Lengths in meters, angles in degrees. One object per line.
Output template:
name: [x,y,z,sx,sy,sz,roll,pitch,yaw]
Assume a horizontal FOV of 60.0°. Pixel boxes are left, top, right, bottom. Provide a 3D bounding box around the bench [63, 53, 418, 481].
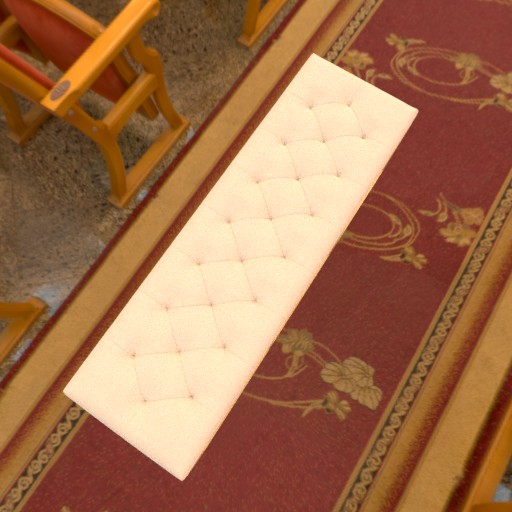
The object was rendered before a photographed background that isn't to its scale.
bench: [0.000,0.000,1.687,0.457,0.484,1.473,32,77,8]
